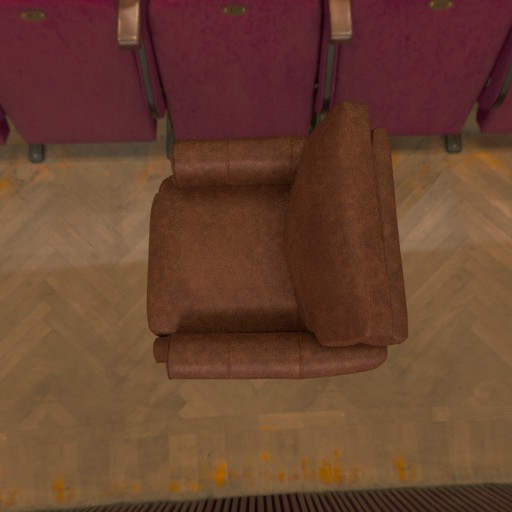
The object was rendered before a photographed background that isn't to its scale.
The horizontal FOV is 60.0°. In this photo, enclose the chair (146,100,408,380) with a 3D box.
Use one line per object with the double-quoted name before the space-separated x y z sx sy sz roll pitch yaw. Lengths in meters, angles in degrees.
"chair" 0.000 0.000 1.854 1.002 0.976 0.996 -1 76 0
